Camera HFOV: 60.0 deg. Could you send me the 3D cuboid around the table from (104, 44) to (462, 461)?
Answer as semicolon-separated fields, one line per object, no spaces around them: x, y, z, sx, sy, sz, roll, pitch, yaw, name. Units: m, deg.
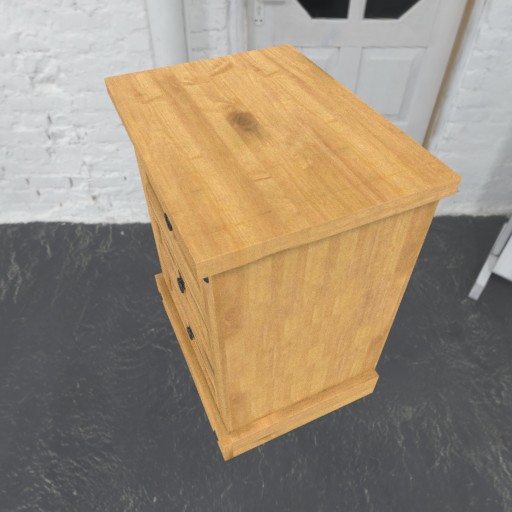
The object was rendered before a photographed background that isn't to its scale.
0.000;0.000;1.211;0.500;0.813;0.660;-18;49;-17;table
